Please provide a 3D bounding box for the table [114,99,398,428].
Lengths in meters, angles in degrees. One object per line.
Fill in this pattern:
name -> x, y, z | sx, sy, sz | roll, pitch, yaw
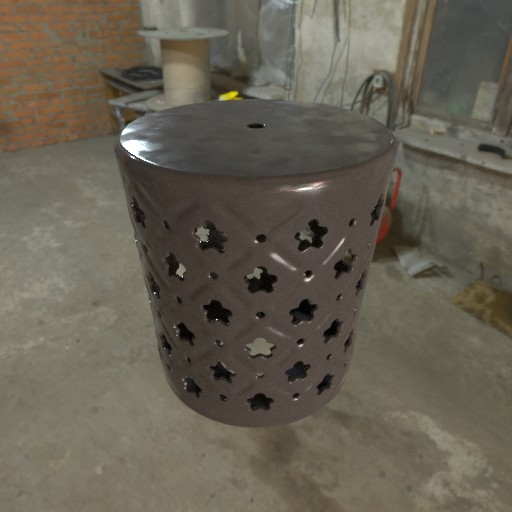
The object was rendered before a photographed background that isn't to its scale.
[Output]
table -> 0.000, 0.000, 0.662 | 0.352, 0.387, 0.352 | 0, 31, 0
